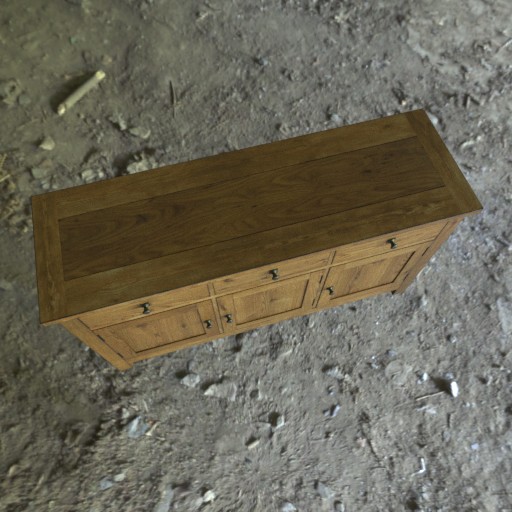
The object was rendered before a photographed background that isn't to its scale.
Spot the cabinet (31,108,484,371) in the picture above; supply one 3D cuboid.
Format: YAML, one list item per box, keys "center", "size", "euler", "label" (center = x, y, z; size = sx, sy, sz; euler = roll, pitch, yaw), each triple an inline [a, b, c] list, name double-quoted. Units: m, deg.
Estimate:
- center: [0.000, 0.000, 1.874]
  size: [1.474, 0.813, 0.480]
  euler: [-14, 65, -7]
  label: "cabinet"
